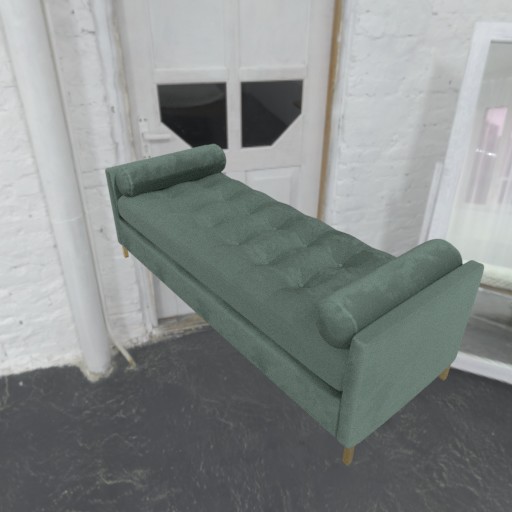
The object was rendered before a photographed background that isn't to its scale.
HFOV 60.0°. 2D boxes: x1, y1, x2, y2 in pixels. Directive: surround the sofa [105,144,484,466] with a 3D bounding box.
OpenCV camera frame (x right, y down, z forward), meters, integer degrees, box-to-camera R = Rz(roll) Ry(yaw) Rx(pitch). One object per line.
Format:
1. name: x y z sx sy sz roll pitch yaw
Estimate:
1. sofa: 0.000 0.000 2.460 0.796 0.705 2.102 -23 38 -33
